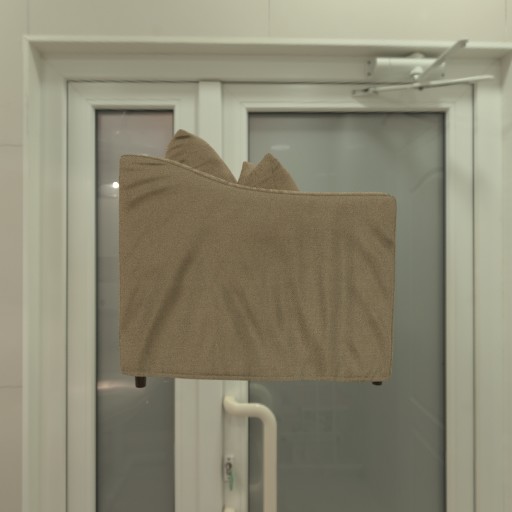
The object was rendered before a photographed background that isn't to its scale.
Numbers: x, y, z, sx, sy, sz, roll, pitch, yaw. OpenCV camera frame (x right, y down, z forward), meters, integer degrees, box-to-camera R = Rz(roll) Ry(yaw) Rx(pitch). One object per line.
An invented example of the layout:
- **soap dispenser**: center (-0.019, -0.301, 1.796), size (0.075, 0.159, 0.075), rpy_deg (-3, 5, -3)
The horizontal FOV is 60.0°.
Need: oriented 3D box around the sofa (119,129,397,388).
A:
- **sofa**: center (0.000, 0.000, 2.626), size (1.072, 1.018, 2.010), rpy_deg (0, 0, -1)
